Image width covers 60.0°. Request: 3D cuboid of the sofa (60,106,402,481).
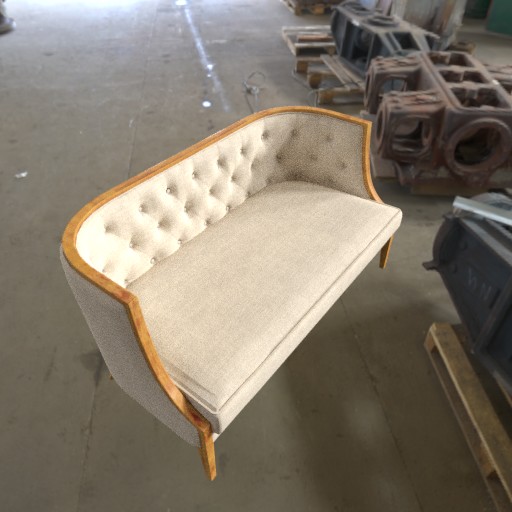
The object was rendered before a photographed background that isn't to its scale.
[{"bbox_3d":[0.000,0.000,1.922,0.770,0.775,1.474,27,47,27],"label":"sofa"}]
